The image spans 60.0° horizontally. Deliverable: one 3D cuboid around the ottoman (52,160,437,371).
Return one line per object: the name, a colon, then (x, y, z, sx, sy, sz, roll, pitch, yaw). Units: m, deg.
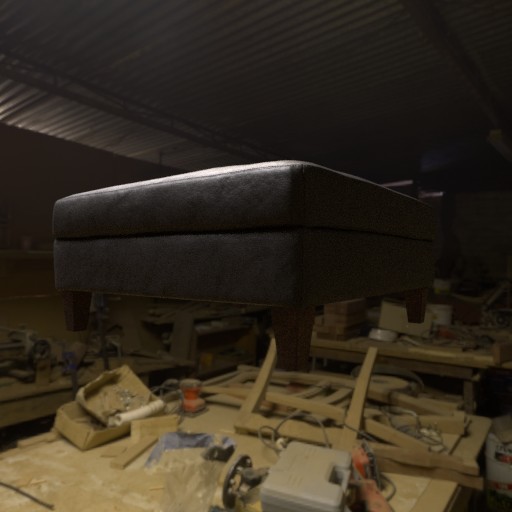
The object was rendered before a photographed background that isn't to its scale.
ottoman: (0.000, 0.000, 1.309, 0.836, 0.415, 0.844, 0, 0, 37)
